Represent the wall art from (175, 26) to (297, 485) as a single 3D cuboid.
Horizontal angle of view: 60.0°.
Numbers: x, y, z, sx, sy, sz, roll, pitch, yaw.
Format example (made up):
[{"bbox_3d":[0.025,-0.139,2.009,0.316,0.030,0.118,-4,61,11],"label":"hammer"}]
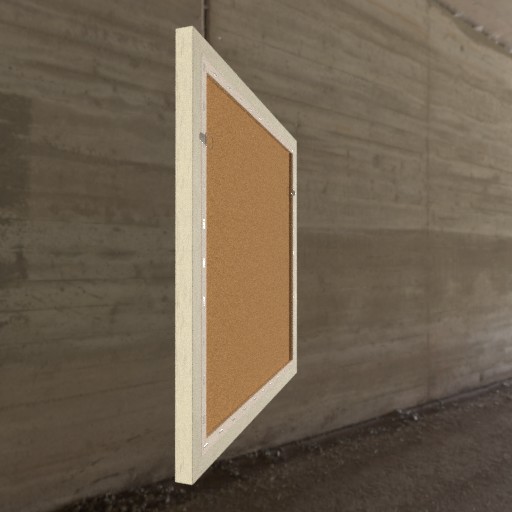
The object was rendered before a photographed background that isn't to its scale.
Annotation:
[{"bbox_3d":[0.000,0.000,1.469,0.045,1.016,1.016,0,0,18],"label":"wall art"}]
